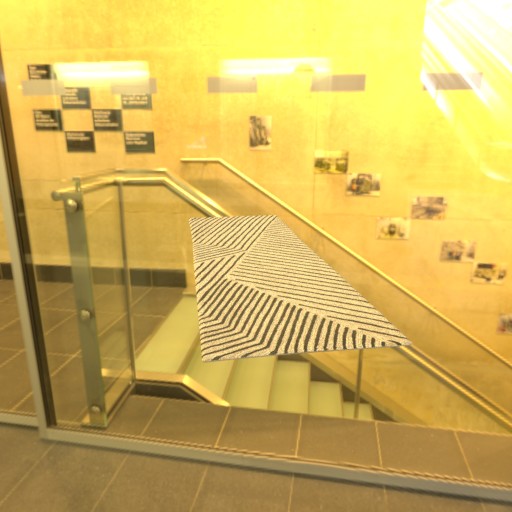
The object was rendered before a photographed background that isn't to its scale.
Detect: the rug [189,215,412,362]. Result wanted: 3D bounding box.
[{"bbox_3d":[0.000,0.000,2.723,0.773,0.020,2.439,-3,17,-9],"label":"rug"}]
